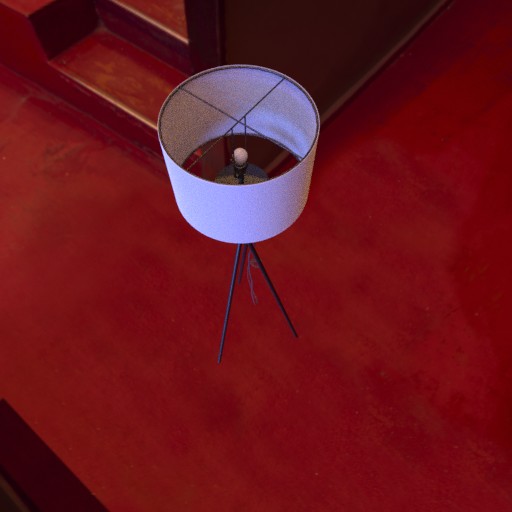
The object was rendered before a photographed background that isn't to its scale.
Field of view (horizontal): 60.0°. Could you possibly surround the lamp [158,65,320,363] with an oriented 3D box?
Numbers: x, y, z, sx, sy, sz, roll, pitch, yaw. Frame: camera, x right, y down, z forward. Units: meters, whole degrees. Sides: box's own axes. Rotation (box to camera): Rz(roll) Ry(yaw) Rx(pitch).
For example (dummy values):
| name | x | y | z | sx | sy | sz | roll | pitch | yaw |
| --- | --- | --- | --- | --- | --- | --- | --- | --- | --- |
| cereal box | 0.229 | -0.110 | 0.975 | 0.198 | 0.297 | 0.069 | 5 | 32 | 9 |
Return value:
| name | x | y | z | sx | sy | sz | roll | pitch | yaw |
| --- | --- | --- | --- | --- | --- | --- | --- | --- | --- |
| lamp | 0.000 | 0.000 | 1.905 | 0.522 | 1.624 | 0.667 | 34 | 68 | 16 |
